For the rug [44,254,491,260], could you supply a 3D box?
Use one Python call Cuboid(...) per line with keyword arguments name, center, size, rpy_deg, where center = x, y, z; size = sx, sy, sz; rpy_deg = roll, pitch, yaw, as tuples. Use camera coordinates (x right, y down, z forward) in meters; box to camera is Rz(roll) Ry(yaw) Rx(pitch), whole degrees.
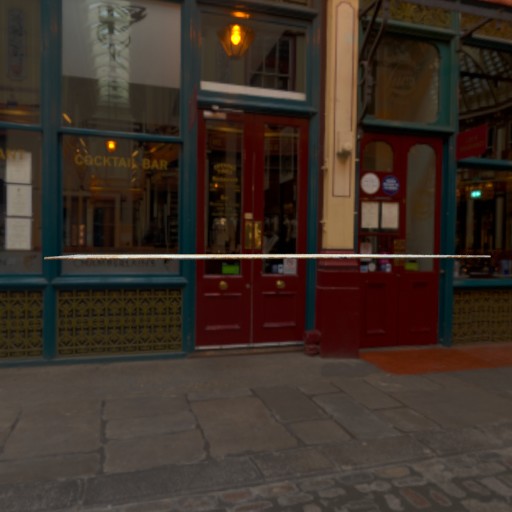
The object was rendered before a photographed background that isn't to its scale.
Cuboid(name="rug", center=(0.000, 0.000, 2.302), size=(1.827, 0.008, 1.230), rpy_deg=(0, 1, -17))
